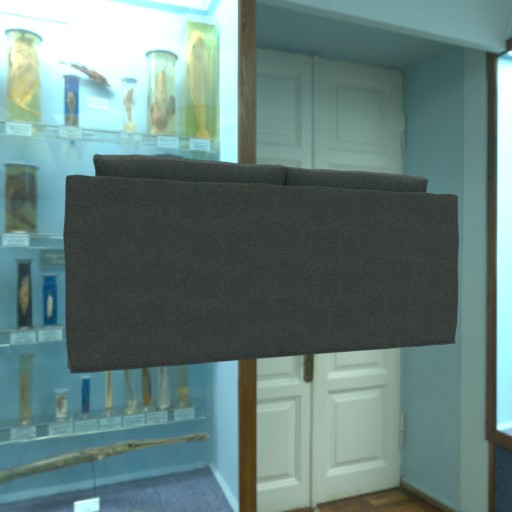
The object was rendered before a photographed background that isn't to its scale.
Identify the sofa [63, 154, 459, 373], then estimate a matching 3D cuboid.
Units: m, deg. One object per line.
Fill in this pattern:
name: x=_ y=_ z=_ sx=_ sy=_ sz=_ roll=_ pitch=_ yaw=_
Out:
sofa: x=0.000 y=0.000 z=2.327 sx=1.802 sy=0.854 sz=0.974 roll=0 pitch=0 yaw=-18
